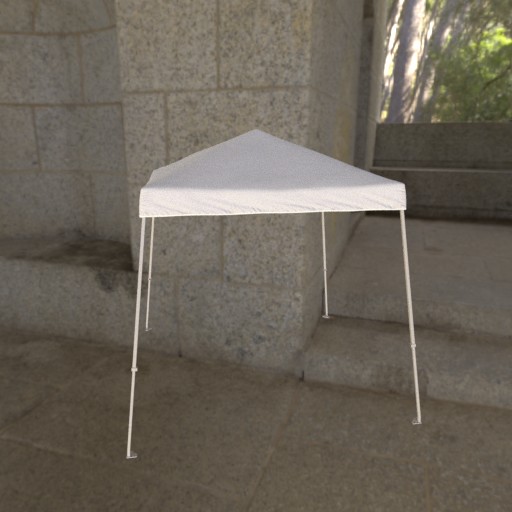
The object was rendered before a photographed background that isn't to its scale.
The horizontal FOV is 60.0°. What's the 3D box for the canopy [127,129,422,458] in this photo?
[{"bbox_3d":[0.000,0.000,6.539,3.599,3.600,3.600,-3,15,-10],"label":"canopy"}]
